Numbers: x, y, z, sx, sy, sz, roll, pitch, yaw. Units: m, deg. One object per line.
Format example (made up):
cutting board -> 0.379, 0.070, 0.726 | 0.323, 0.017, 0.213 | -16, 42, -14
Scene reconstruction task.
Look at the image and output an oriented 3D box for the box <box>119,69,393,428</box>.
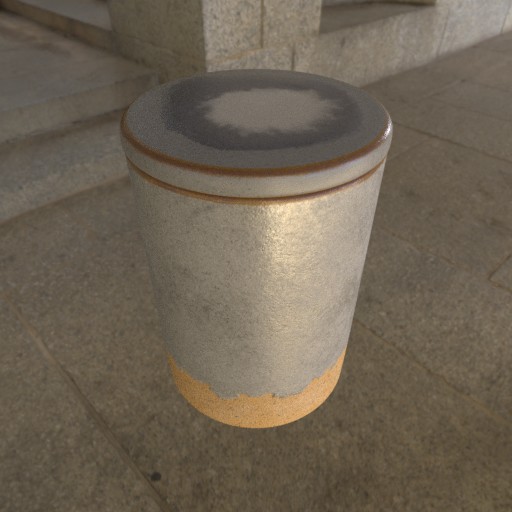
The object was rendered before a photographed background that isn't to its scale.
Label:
box -> 0.000, 0.000, 0.246 | 0.118, 0.168, 0.118 | 0, 39, 0
